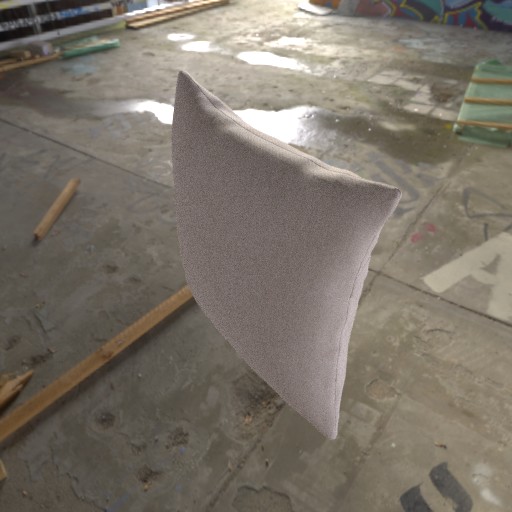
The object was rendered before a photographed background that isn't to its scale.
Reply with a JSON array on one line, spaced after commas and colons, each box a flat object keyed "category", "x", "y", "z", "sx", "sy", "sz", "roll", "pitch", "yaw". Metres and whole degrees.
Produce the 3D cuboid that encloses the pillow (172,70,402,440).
[{"category": "pillow", "x": 0.000, "y": 0.000, "z": 0.674, "sx": 0.173, "sy": 0.436, "sz": 0.433, "roll": -24, "pitch": 45, "yaw": -26}]
